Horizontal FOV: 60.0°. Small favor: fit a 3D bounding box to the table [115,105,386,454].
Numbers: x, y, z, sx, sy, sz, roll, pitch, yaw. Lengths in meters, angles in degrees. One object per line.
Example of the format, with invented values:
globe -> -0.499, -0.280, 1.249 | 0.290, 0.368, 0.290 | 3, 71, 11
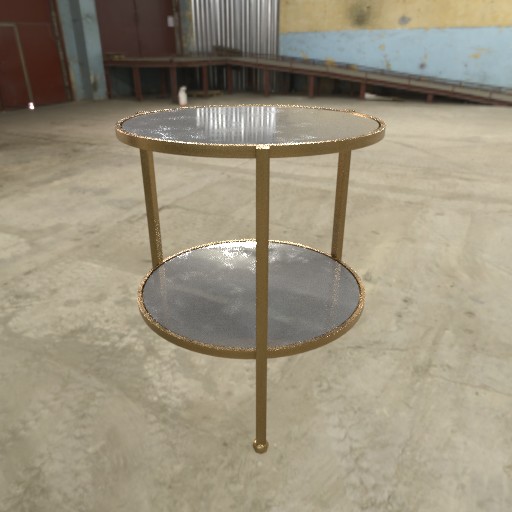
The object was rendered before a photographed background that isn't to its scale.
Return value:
table -> 0.000, 0.000, 0.452 | 0.243, 0.269, 0.231 | -16, 29, -30
